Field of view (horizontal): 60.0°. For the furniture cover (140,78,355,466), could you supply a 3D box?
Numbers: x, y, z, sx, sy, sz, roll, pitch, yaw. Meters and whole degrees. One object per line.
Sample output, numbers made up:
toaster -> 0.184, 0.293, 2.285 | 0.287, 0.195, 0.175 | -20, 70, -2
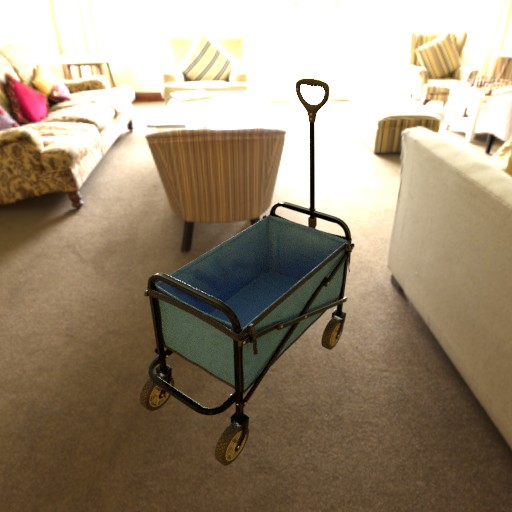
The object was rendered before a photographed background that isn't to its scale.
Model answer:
furniture cover -> 0.000, 0.000, 1.846 | 0.532, 1.295, 1.038 | 21, 37, 31
